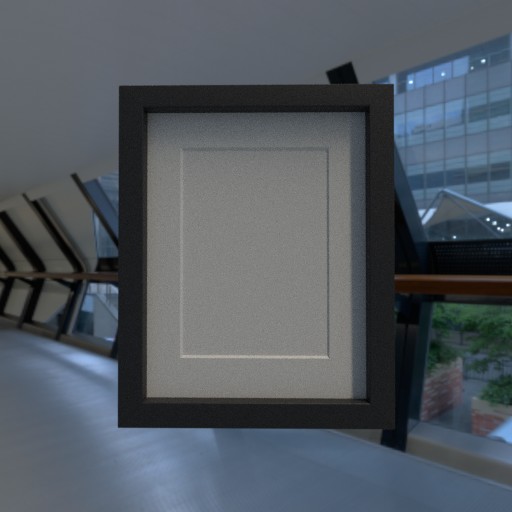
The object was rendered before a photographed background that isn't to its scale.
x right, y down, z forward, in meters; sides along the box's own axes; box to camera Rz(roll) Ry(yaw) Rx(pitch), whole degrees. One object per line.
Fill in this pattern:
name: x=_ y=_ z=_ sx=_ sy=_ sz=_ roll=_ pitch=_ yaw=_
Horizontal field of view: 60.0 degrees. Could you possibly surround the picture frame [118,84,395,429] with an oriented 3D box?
picture frame: x=0.000 y=0.000 z=0.510 sx=0.307 sy=0.383 sz=0.036 roll=0 pitch=-1 yaw=1
